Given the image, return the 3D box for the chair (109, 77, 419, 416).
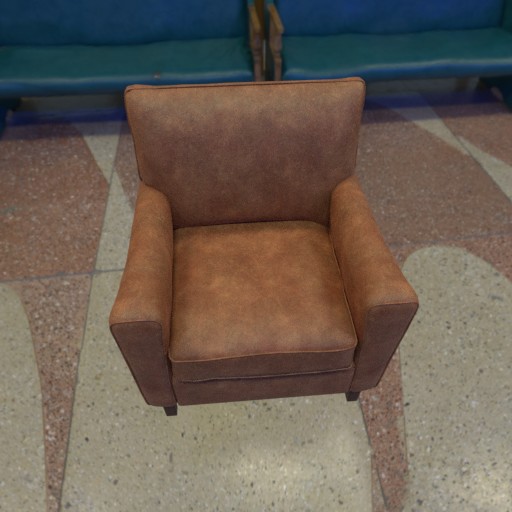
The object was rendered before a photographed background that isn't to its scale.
[{"bbox_3d":[0.000,0.000,1.586,0.870,0.943,0.823,-4,47,-3],"label":"chair"}]
